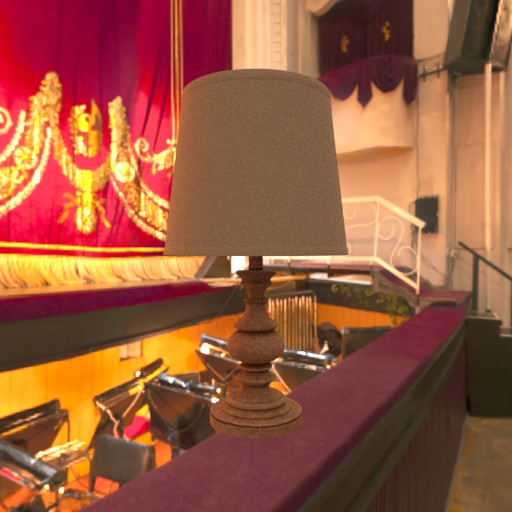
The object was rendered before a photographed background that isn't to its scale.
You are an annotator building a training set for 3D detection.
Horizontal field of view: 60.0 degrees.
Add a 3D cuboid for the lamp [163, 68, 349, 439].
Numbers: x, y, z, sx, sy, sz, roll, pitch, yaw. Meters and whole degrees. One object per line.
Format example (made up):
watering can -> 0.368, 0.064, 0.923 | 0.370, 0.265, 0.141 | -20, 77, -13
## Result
lamp -> 0.000, 0.000, 0.667 | 0.273, 0.497, 0.273 | 0, 1, 0
